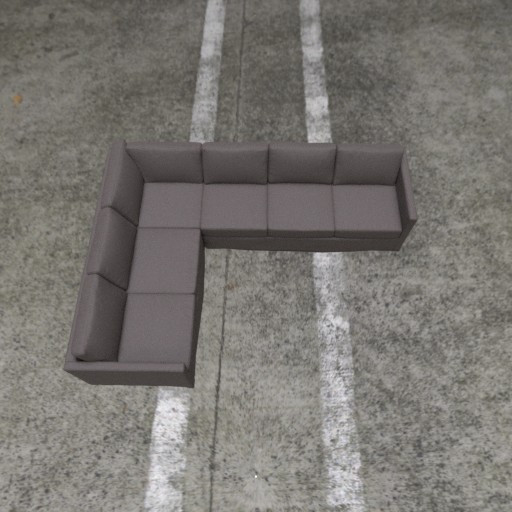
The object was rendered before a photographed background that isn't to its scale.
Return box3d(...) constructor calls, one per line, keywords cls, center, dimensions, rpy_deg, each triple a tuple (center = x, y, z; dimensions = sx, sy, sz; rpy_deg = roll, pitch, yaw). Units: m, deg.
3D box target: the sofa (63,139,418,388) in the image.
box3d(cls="sofa", center=(0.000, 0.000, 4.423), dimensions=(3.182, 0.871, 2.432), rpy_deg=(1, 64, 0))
